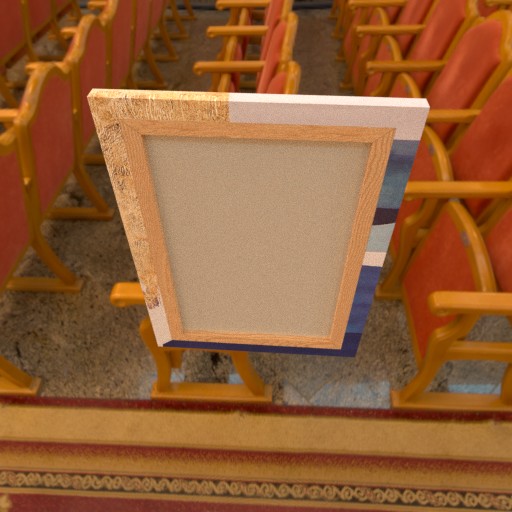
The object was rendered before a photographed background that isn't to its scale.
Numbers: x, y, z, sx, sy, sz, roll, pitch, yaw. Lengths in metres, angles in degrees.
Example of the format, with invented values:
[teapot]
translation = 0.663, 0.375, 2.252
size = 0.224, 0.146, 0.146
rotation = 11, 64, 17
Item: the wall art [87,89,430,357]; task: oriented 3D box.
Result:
[wall art]
translation = 0.000, 0.000, 0.819
size = 0.458, 0.613, 0.026
rotation = 3, 46, 2
